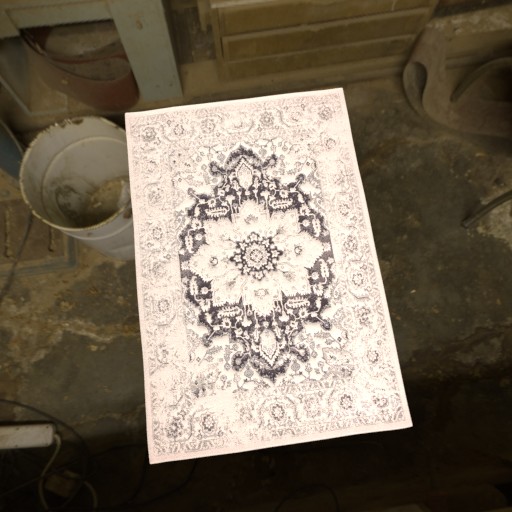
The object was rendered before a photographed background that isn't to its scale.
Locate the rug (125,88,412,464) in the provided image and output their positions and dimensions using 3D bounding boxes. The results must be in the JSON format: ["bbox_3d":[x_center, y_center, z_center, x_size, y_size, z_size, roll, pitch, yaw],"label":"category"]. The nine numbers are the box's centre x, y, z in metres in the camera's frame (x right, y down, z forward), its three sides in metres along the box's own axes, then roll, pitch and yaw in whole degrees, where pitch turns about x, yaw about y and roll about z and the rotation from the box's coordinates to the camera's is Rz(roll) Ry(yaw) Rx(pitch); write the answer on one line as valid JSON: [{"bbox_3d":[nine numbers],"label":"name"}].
[{"bbox_3d":[0.000,0.000,2.253,1.223,0.008,1.813,-7,76,-2],"label":"rug"}]
